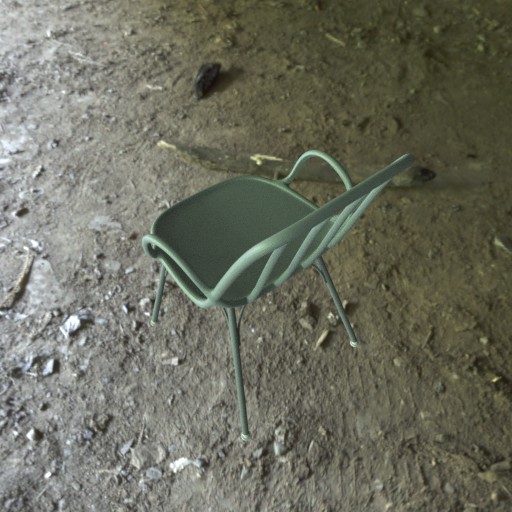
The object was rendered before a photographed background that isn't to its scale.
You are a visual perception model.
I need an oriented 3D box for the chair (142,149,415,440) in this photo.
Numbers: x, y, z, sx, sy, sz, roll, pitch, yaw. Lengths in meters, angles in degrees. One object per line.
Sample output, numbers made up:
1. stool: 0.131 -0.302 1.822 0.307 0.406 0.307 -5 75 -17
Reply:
1. chair: 0.000 0.000 1.234 0.549 0.816 0.597 -32 54 -27
